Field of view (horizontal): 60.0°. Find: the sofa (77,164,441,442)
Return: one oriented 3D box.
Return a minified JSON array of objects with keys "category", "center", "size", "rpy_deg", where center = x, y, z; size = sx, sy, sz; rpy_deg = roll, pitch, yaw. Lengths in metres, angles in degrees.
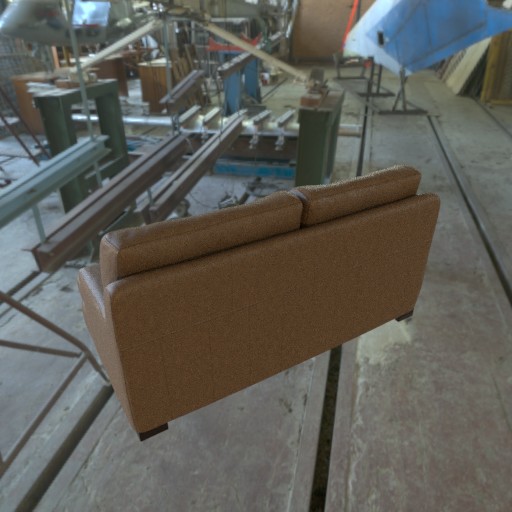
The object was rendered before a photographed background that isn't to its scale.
[{"category":"sofa","center":[0.000,0.000,2.514],"size":[1.855,0.980,0.962],"rpy_deg":[-17,33,-27]}]
